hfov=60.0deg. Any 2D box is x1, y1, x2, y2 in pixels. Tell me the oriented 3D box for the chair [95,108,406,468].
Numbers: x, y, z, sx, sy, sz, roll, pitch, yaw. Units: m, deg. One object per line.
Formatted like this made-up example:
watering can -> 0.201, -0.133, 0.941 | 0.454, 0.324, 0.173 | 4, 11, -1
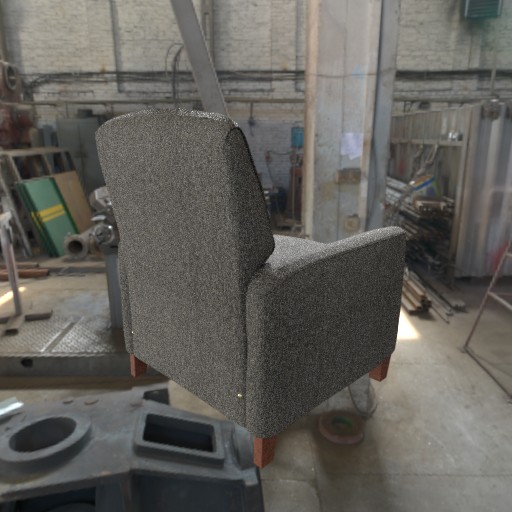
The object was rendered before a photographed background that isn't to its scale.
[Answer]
chair -> 0.000, 0.000, 1.650 | 0.864, 1.014, 0.848 | -15, 21, -43
